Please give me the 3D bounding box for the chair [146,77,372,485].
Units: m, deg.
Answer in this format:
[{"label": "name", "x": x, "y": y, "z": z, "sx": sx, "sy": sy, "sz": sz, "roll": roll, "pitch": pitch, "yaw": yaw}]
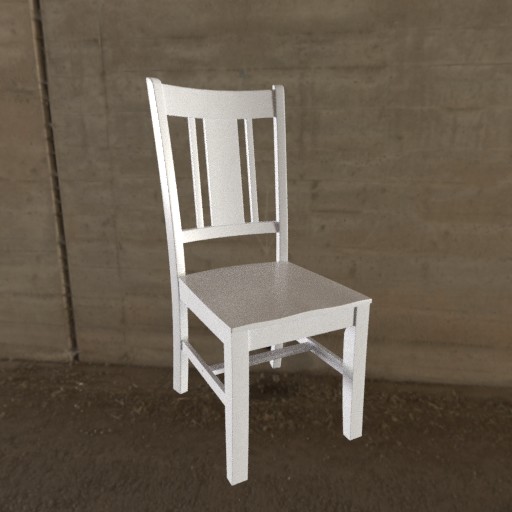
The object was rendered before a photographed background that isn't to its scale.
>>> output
[{"label": "chair", "x": 0.000, "y": 0.000, "z": 1.286, "sx": 0.450, "sy": 0.998, "sz": 0.555, "roll": -8, "pitch": 17, "yaw": -26}]
